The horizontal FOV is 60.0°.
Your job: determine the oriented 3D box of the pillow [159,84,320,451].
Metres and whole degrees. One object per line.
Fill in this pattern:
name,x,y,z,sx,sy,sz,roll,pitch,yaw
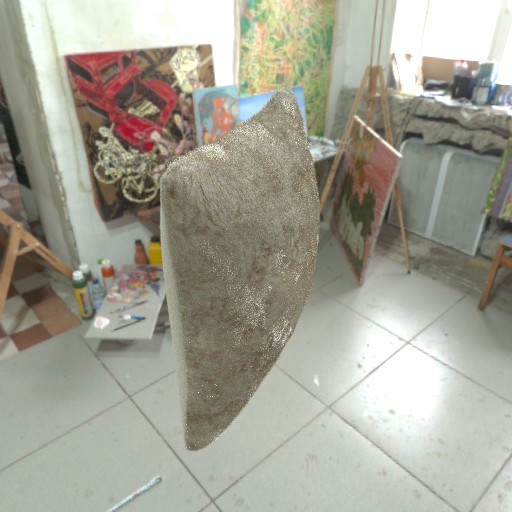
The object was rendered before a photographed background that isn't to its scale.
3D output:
pillow,0.000,0.000,0.831,0.216,0.525,0.538,10,33,16
